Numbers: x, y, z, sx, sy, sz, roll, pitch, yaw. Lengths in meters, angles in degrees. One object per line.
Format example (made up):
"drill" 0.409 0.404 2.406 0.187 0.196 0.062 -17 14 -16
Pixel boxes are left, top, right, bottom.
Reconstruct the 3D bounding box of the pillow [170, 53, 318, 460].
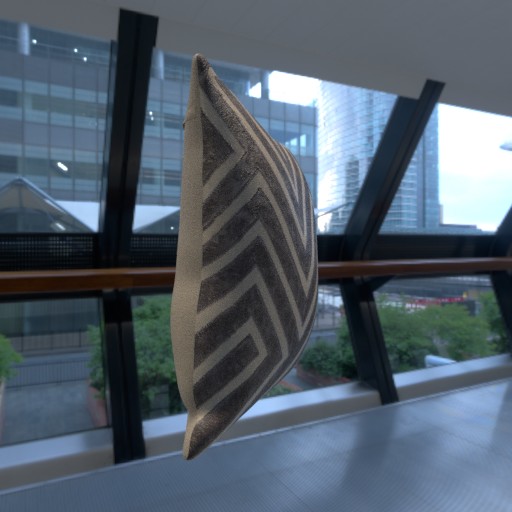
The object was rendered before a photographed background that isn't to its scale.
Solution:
"pillow" 0.000 0.000 0.676 0.182 0.441 0.440 0 0 17
